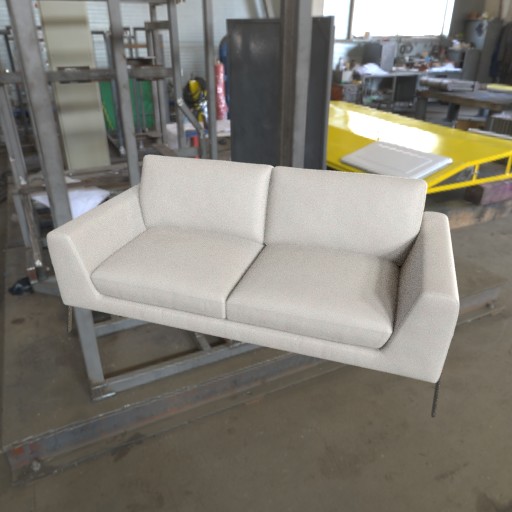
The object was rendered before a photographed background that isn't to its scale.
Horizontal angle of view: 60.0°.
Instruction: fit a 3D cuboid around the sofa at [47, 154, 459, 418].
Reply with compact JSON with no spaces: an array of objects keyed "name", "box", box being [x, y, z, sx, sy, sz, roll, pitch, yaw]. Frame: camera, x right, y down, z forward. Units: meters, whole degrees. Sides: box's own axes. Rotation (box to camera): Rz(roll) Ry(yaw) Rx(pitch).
[{"name":"sofa","box":[0.000,0.000,2.478,2.017,0.875,0.953,9,28,16]}]
